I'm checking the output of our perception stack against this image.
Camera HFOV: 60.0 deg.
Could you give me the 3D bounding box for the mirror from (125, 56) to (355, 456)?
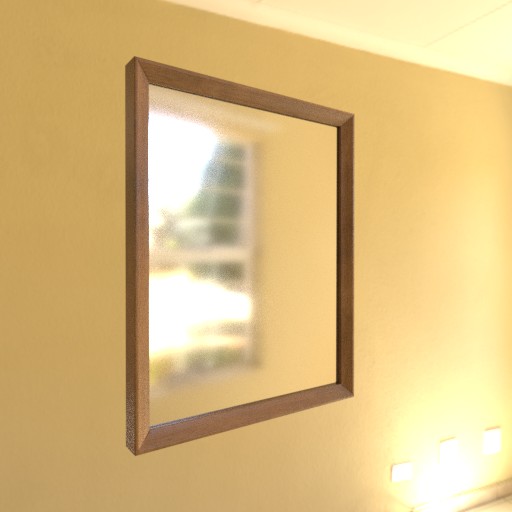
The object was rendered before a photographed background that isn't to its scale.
[{"bbox_3d":[0.000,0.000,0.696,0.406,0.509,0.041,0,0,-35],"label":"mirror"}]
